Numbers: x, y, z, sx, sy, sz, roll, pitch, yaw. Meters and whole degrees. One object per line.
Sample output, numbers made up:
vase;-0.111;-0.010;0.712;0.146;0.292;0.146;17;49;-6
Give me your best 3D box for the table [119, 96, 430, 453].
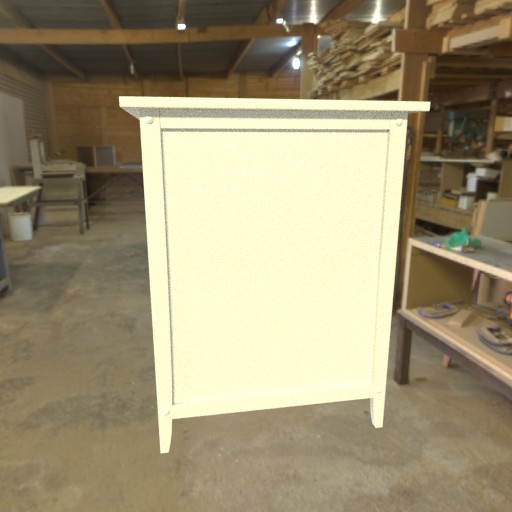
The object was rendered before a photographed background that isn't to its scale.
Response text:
table;0.000;0.000;0.770;0.381;0.483;0.381;-3;15;-10
